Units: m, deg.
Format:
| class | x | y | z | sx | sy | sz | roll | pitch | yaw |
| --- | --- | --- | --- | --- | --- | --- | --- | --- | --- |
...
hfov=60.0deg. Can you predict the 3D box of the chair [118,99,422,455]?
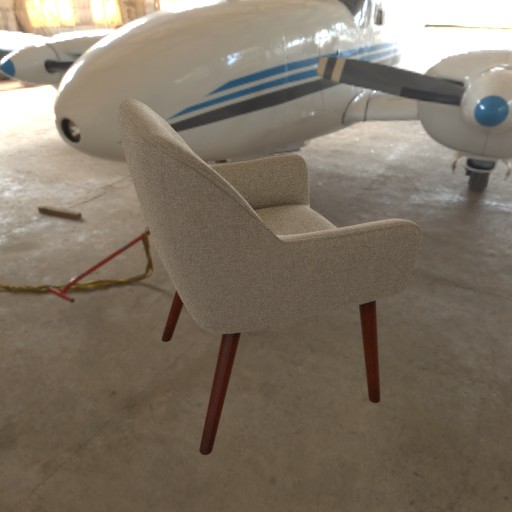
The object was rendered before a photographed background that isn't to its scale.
| class | x | y | z | sx | sy | sz | roll | pitch | yaw |
| --- | --- | --- | --- | --- | --- | --- | --- | --- | --- |
| chair | 0.000 | 0.000 | 1.236 | 0.610 | 0.813 | 0.610 | -11 | 31 | -19 |
